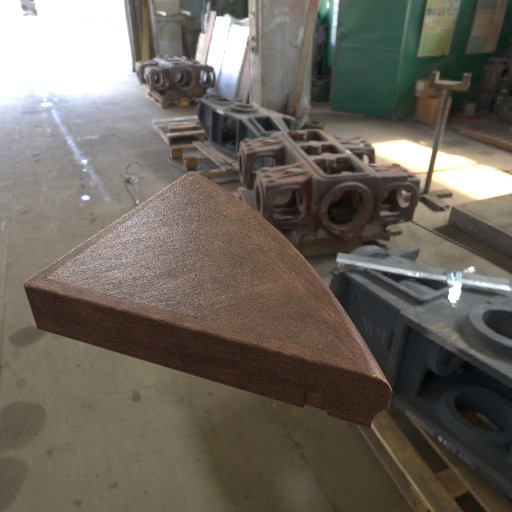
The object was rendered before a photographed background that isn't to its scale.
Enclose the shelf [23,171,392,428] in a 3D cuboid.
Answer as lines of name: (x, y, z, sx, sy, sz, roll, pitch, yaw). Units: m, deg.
shelf: (0.000, 0.000, 0.467, 0.310, 0.050, 0.310, 11, 33, 18)
